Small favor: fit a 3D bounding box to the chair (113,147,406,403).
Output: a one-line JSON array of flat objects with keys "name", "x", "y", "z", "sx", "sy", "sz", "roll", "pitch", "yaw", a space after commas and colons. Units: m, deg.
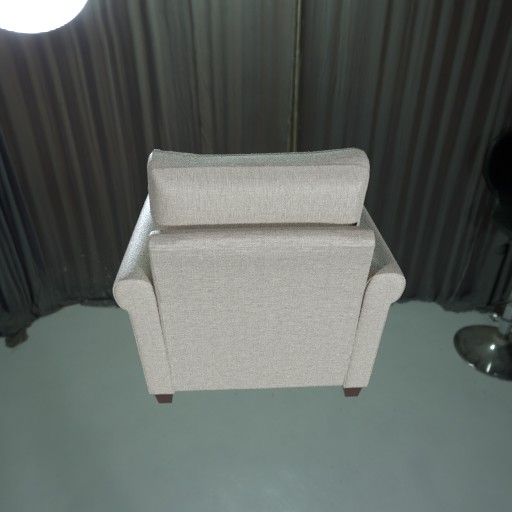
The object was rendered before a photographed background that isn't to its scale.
[{"name": "chair", "x": 0.000, "y": 0.000, "z": 2.361, "sx": 1.275, "sy": 1.349, "sz": 1.180, "roll": -1, "pitch": 30, "yaw": -2}]
